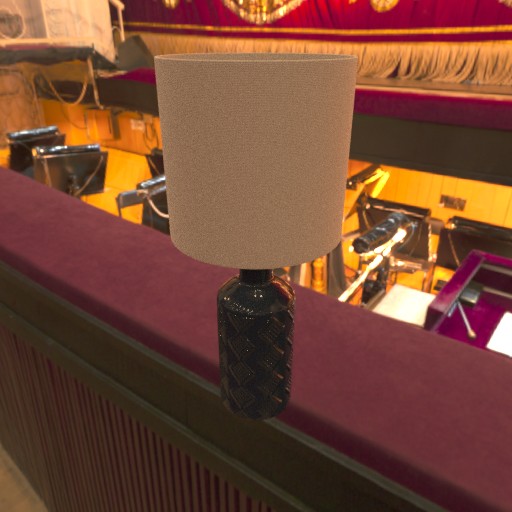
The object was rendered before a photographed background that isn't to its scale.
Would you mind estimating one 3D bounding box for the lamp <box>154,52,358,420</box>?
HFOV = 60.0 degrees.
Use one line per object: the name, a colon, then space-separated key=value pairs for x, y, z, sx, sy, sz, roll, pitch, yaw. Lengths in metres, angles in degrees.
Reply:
lamp: x=0.000 y=0.000 z=0.560 sx=0.207 sy=0.461 sz=0.207 roll=18 pitch=31 yaw=32
